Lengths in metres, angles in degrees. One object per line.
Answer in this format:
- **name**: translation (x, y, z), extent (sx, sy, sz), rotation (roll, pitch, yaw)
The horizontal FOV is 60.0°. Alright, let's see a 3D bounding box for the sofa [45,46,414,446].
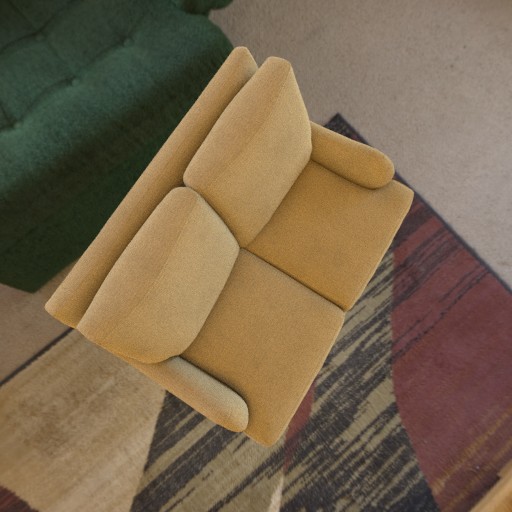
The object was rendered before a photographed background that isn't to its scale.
- **sofa**: translation (0.000, 0.000, 2.184), extent (1.087, 0.999, 1.480), rotation (31, 78, 7)
